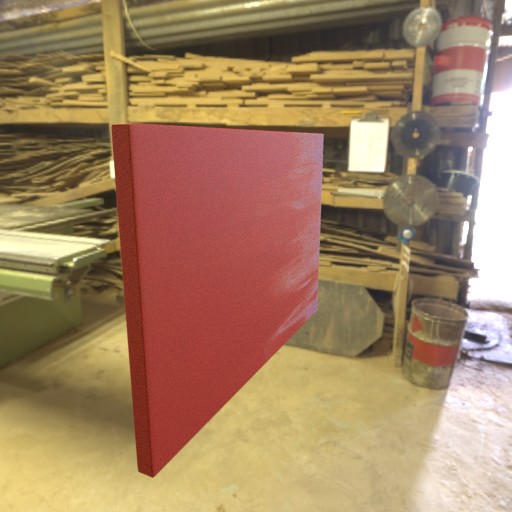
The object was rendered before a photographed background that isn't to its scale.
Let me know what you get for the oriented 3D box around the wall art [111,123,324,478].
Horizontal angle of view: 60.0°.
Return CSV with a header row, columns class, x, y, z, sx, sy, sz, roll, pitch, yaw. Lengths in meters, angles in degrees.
class,x,y,z,sx,sy,sz,roll,pitch,yaw
wall art,0.000,0.000,1.119,0.040,0.609,0.913,7,16,25
